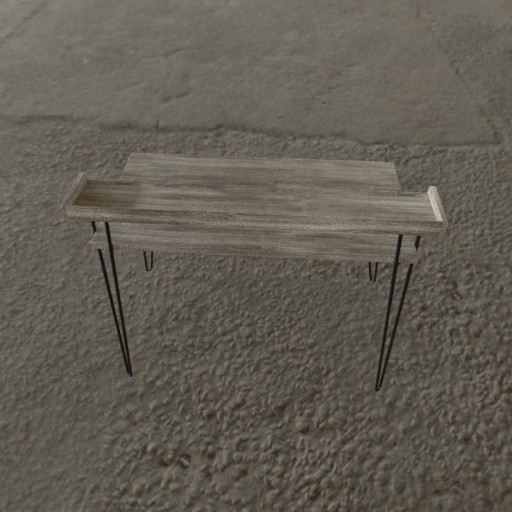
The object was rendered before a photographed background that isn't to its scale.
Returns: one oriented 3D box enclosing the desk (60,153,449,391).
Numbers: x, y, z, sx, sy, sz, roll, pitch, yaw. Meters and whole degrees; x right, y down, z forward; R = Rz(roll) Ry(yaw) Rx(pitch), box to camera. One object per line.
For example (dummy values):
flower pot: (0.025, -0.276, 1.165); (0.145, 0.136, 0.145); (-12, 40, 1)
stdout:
desk: (0.000, 0.000, 1.683); (1.135, 0.899, 0.605); (3, 47, 3)
